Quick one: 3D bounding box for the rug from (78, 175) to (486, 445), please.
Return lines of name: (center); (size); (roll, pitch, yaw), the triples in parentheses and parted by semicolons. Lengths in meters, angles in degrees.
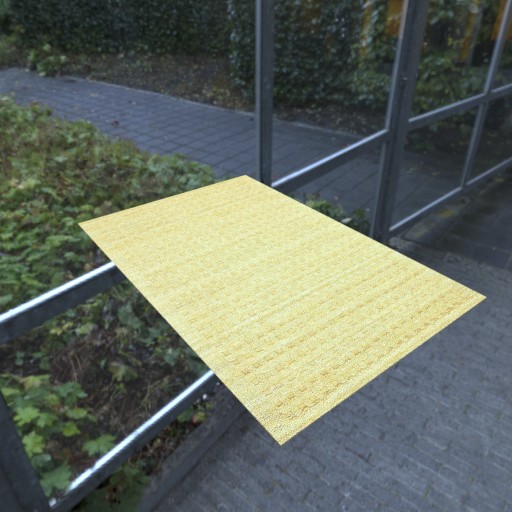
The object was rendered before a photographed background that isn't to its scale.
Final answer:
rug: (0.000, 0.000, 2.873); (1.524, 0.006, 2.286); (-22, 39, -31)
